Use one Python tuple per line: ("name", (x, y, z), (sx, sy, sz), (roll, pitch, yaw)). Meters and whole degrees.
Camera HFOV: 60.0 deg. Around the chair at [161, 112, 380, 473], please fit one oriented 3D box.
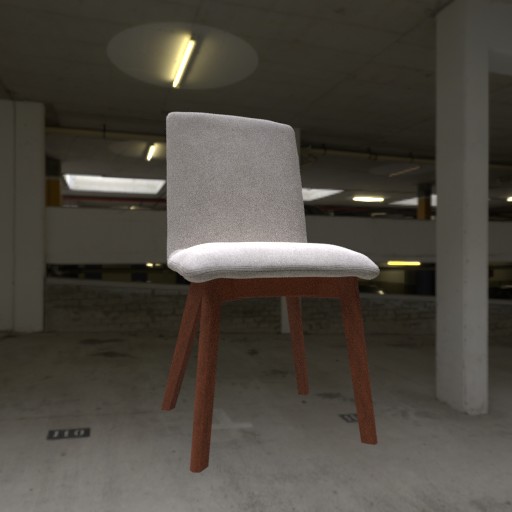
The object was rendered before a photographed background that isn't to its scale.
("chair", (0.000, 0.000, 1.321), (0.522, 0.974, 0.563), (0, 0, -19))
